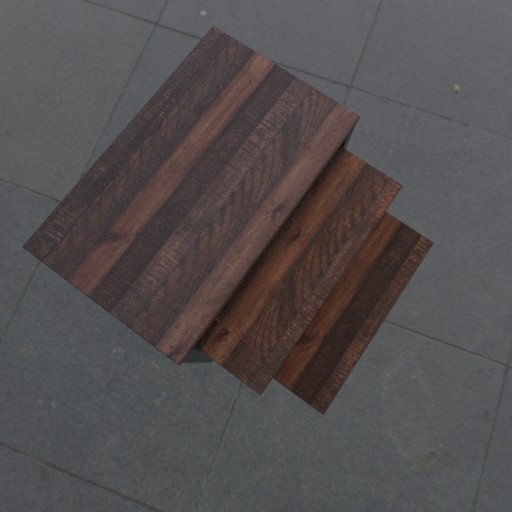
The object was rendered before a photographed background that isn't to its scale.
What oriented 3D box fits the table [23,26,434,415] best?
[{"bbox_3d":[0.000,0.000,1.155,0.660,0.616,0.608,35,79,8],"label":"table"}]
